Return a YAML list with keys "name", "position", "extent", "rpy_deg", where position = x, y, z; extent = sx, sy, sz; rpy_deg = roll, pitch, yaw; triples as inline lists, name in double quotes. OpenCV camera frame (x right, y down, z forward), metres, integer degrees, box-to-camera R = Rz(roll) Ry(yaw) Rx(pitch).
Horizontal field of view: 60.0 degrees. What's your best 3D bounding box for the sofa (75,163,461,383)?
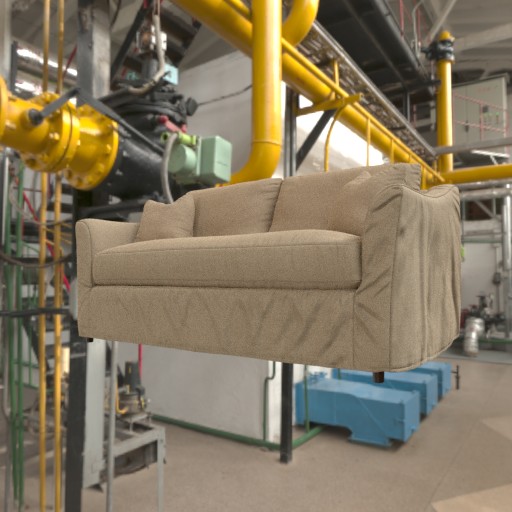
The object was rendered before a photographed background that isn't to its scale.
- name: "sofa"
  position: [0.000, 0.000, 2.542]
  extent: [2.010, 1.018, 1.072]
  rpy_deg: [-2, -3, 35]
